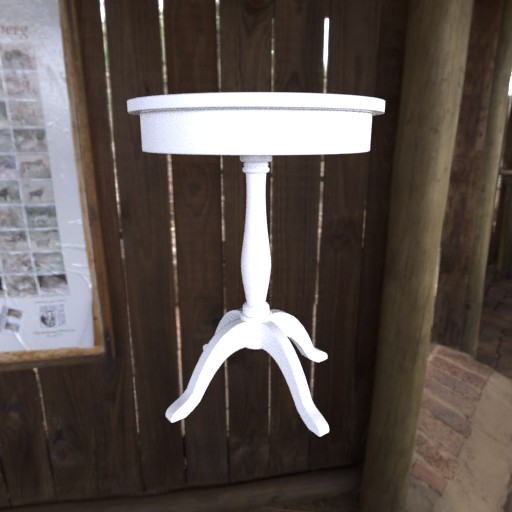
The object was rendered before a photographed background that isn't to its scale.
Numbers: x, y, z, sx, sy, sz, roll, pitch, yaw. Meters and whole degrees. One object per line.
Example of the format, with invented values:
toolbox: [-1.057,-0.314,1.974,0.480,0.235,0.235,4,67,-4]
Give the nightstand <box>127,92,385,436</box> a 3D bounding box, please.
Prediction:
nightstand: [0.000,0.000,0.999,0.513,0.653,0.513,-8,17,-27]
